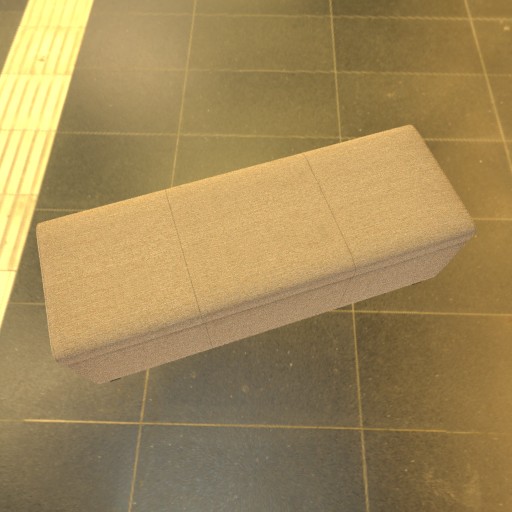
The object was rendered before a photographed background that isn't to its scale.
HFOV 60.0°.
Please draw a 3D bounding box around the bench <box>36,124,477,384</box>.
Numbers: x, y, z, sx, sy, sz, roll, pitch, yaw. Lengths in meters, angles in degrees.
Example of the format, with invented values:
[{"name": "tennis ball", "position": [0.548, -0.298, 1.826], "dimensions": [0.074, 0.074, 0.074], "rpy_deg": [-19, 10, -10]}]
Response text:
[{"name": "bench", "position": [0.000, 0.000, 1.497], "dimensions": [1.269, 0.438, 0.446], "rpy_deg": [-16, 65, -8]}]
